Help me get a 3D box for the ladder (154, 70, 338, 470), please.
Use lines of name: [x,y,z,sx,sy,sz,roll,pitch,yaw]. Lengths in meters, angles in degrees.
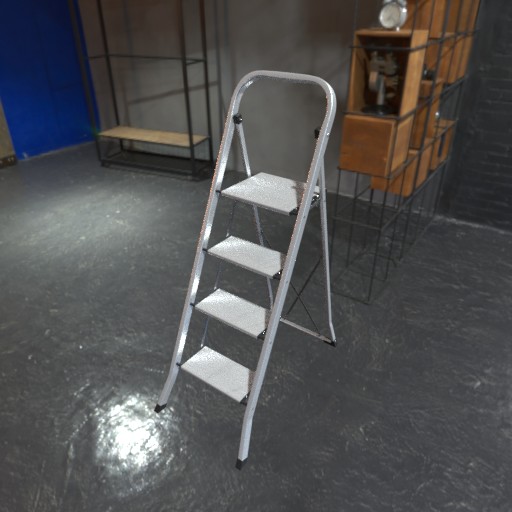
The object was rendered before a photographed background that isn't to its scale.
ladder: [0.000,0.000,1.721,0.465,1.290,0.830,20,36,31]
